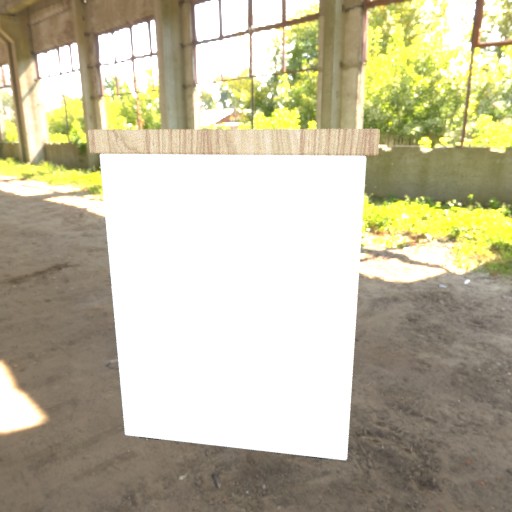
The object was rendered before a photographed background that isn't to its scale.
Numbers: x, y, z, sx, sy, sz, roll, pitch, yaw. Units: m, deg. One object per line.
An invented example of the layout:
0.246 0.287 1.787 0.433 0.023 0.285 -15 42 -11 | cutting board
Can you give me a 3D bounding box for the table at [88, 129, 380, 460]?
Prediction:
0.000 0.000 0.810 0.360 0.440 0.500 3 16 9 | table
